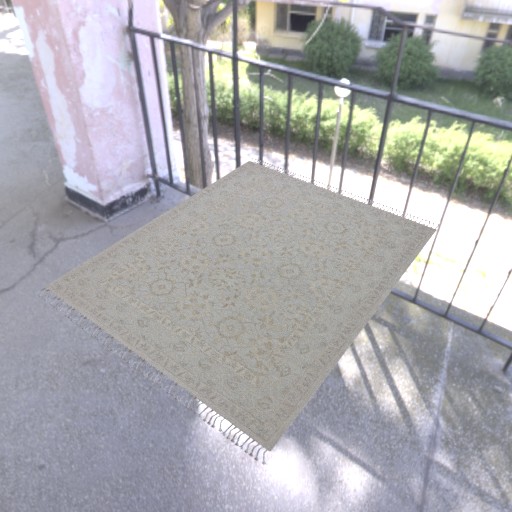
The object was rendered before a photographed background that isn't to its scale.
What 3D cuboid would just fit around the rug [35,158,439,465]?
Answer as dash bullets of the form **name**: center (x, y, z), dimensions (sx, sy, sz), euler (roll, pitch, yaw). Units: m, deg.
- **rug**: center (0.000, 0.000, 4.117), dimensions (2.444, 0.013, 3.043), euler (26, 46, 28)
